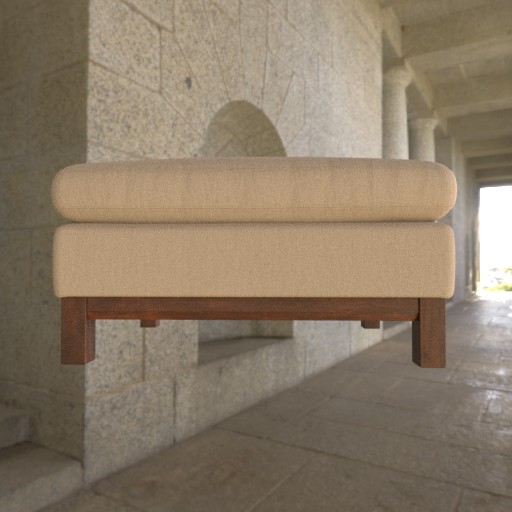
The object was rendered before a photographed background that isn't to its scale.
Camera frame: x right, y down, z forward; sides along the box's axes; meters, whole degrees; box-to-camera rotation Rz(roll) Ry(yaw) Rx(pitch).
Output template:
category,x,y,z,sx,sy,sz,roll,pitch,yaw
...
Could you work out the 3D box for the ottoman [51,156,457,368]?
category,x,y,z,sx,sy,sz,roll,pitch,yaw
ottoman,0.000,0.000,1.096,0.771,0.420,0.606,0,-1,2
